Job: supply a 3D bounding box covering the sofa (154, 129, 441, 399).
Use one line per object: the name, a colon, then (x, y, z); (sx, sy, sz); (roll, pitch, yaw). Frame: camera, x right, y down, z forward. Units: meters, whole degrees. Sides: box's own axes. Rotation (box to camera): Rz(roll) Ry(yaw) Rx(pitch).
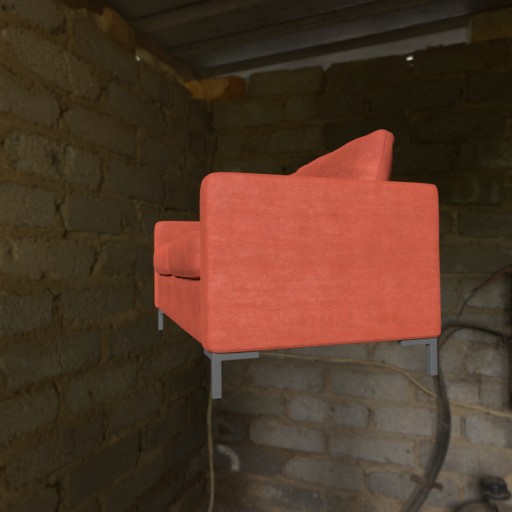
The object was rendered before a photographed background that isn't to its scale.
sofa: (0.000, 0.000, 2.150); (0.864, 0.896, 1.574); (0, -1, -18)
